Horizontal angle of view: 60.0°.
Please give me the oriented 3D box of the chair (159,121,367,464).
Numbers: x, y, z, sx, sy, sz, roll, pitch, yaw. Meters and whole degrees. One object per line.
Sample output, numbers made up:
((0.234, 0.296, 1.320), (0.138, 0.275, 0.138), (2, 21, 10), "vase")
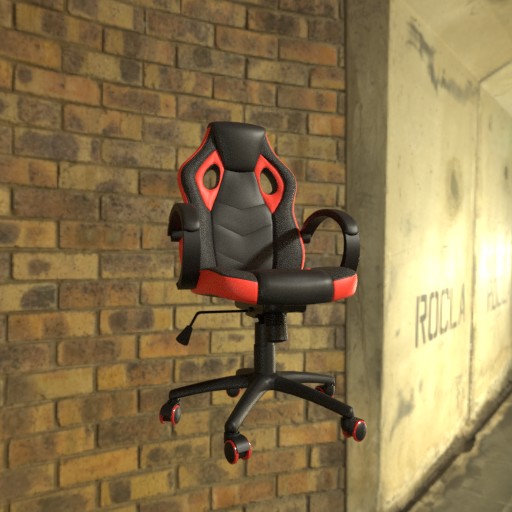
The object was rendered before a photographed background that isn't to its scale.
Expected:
((0.000, 0.000, 1.410), (0.600, 1.016, 0.642), (0, -1, -18), "chair")
